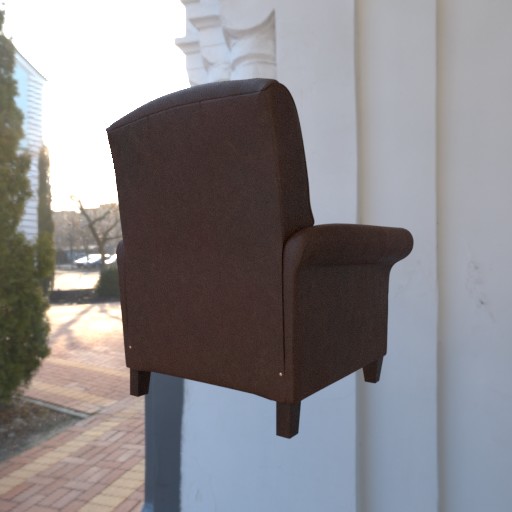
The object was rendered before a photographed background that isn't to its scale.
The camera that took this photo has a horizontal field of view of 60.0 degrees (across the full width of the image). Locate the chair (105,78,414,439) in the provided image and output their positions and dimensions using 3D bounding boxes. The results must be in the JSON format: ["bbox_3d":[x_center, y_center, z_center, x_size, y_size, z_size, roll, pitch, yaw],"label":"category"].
[{"bbox_3d":[0.000,0.000,1.756,0.978,1.061,0.902,0,0,36],"label":"chair"}]
